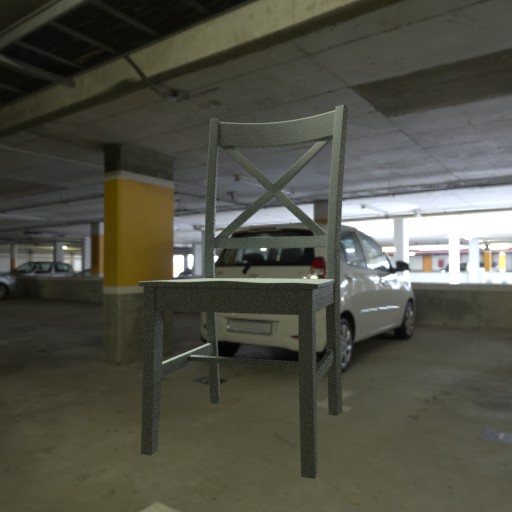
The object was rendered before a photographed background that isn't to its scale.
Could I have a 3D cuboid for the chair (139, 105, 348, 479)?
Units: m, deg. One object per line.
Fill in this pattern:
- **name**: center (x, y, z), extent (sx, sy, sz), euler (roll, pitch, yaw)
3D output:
- **chair**: center (0.000, 0.000, 1.285), extent (0.485, 0.983, 0.542), euler (0, -2, 17)
